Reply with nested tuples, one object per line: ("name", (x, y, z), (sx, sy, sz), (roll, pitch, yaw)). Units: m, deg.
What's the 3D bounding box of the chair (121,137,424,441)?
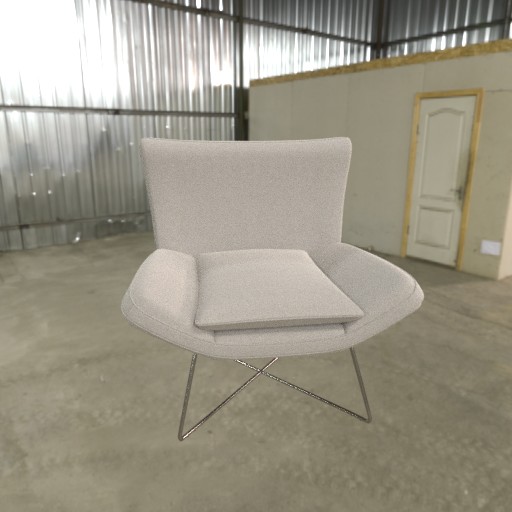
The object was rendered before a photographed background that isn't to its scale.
("chair", (0.000, 0.000, 1.666), (0.859, 0.855, 1.008), (-2, 16, -8))
